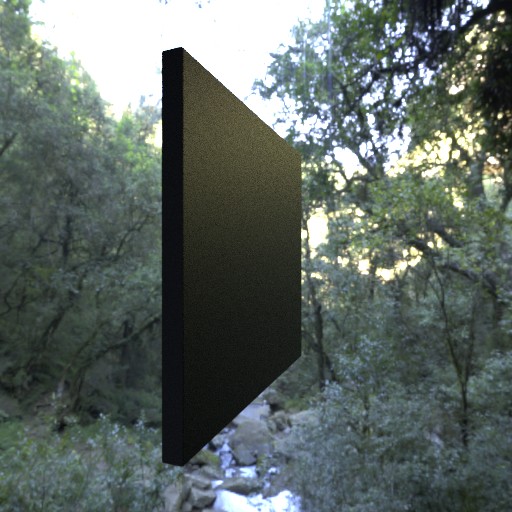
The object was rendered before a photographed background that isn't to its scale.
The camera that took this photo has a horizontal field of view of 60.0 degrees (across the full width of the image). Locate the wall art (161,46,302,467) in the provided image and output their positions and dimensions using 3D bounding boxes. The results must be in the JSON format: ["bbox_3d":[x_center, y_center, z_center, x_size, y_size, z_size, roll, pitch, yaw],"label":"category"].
[{"bbox_3d":[0.000,0.000,0.746,0.031,0.457,0.558,0,0,19],"label":"wall art"}]
